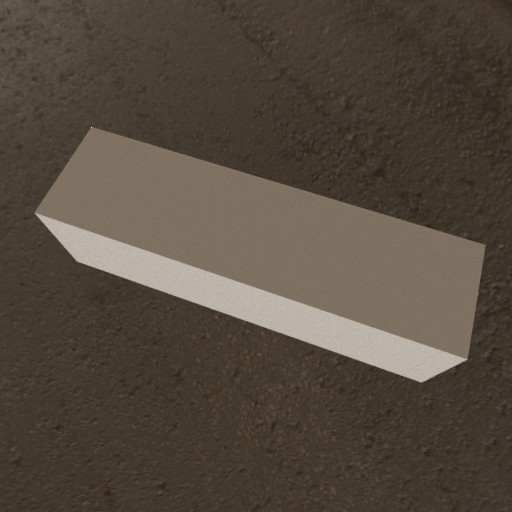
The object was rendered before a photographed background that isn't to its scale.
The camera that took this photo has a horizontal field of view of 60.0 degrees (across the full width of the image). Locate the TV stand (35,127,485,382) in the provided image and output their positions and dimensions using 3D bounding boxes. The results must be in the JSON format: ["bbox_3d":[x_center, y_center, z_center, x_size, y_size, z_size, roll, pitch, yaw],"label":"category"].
[{"bbox_3d":[0.000,0.000,1.723,1.500,0.440,0.410,18,66,8],"label":"TV stand"}]
